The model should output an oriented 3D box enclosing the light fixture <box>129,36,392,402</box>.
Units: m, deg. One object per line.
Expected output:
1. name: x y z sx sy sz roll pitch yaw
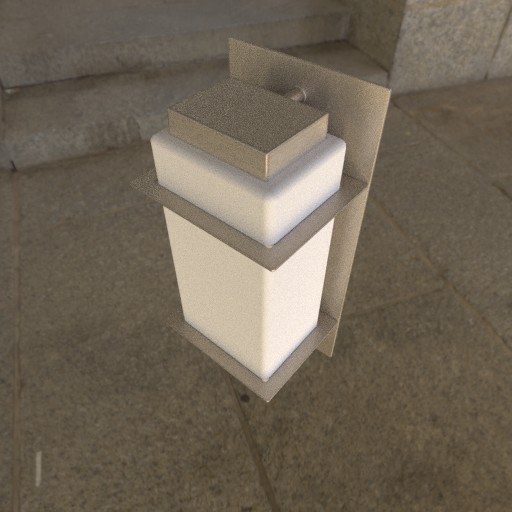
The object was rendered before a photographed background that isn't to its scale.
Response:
1. light fixture: 0.000 0.000 0.478 0.168 0.380 0.160 31 53 27
